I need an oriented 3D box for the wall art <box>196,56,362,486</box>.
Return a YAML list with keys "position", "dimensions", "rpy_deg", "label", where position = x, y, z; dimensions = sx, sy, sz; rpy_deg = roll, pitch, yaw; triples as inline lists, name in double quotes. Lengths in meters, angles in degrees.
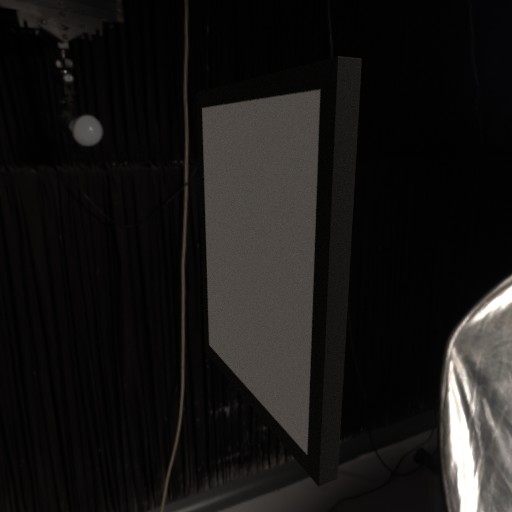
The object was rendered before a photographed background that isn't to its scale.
- position: [0.000, 0.000, 0.545]
  dimensions: [0.024, 0.404, 0.329]
  rpy_deg: [-8, 17, -26]
  label: "wall art"
